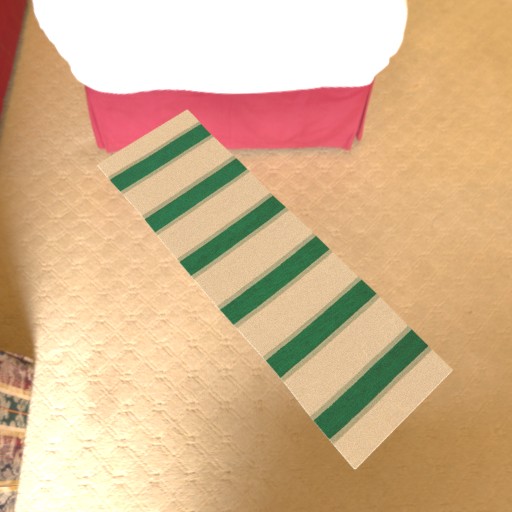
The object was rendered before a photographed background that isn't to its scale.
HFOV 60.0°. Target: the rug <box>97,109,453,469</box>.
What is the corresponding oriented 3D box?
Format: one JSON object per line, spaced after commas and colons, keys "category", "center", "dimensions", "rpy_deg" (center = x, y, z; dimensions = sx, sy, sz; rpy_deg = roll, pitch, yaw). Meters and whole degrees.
{"category": "rug", "center": [0.000, 0.000, 2.715], "dimensions": [0.768, 0.012, 2.438], "rpy_deg": [-37, 70, -16]}
